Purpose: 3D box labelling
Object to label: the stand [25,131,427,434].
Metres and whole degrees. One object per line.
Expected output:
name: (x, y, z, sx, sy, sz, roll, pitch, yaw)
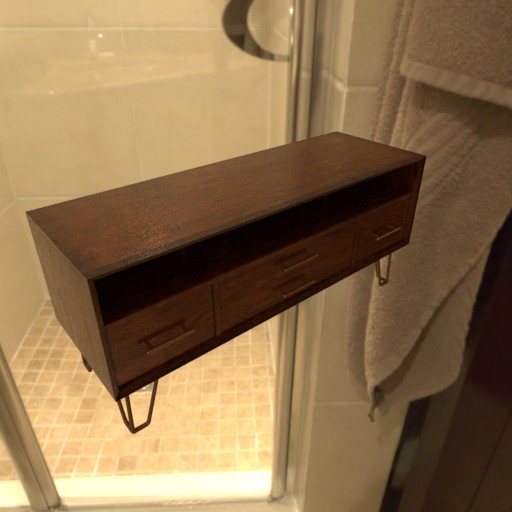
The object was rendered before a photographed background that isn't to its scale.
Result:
stand: (0.000, 0.000, 1.681, 1.372, 0.610, 0.481, -23, 38, -33)
